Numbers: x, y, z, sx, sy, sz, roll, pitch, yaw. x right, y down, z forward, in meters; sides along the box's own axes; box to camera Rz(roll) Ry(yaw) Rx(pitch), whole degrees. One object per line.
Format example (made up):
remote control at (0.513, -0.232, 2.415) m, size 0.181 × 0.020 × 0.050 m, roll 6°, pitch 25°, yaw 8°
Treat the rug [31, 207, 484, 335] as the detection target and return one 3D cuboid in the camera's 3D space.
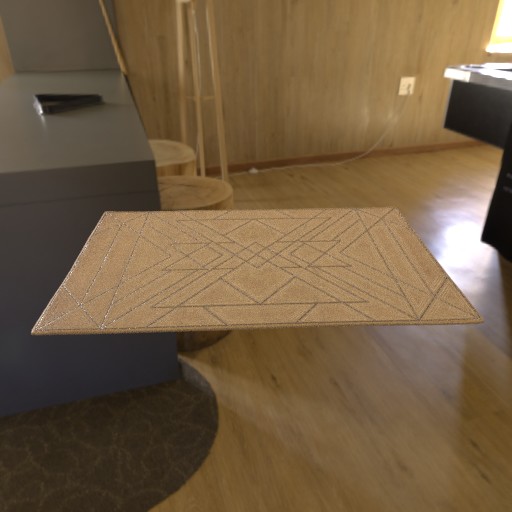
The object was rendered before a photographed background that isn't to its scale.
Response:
rug at (0.000, 0.000, 3.065) m, size 2.459 × 0.023 × 1.575 m, roll -1°, pitch 30°, yaw -2°
